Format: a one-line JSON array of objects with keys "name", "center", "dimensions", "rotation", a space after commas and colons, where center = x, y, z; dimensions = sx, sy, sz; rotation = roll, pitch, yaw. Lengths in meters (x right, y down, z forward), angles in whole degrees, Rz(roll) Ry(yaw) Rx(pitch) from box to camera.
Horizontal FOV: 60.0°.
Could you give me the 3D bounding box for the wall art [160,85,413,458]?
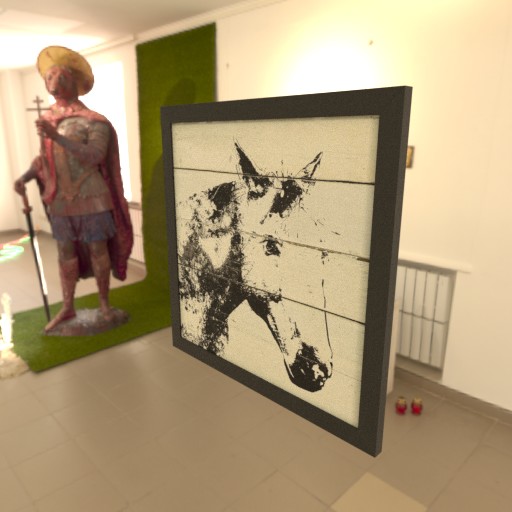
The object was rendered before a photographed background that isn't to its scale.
[{"name": "wall art", "center": [0.000, 0.000, 1.517], "dimensions": [0.038, 1.016, 1.016], "rotation": [-14, 21, -43]}]
